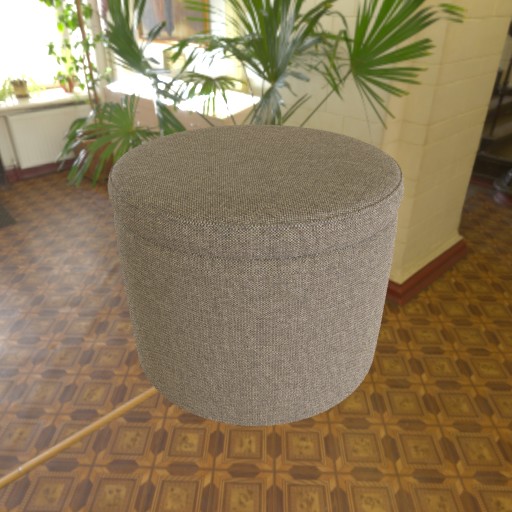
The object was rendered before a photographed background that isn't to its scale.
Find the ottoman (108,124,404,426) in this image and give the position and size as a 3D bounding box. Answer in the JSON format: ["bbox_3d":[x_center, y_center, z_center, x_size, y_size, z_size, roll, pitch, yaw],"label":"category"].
[{"bbox_3d":[0.000,0.000,0.894,0.520,0.430,0.520,0,30,0],"label":"ottoman"}]
